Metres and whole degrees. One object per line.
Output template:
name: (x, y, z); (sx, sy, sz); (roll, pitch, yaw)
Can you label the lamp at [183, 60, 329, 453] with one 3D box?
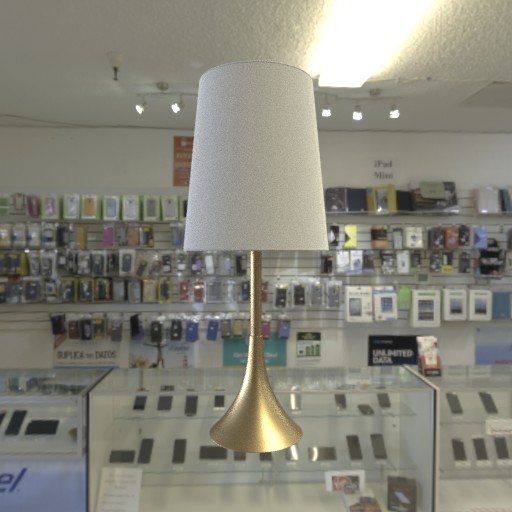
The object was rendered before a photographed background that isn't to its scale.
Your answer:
lamp: (0.000, 0.000, 0.714); (0.231, 0.569, 0.231); (0, 1, 0)
